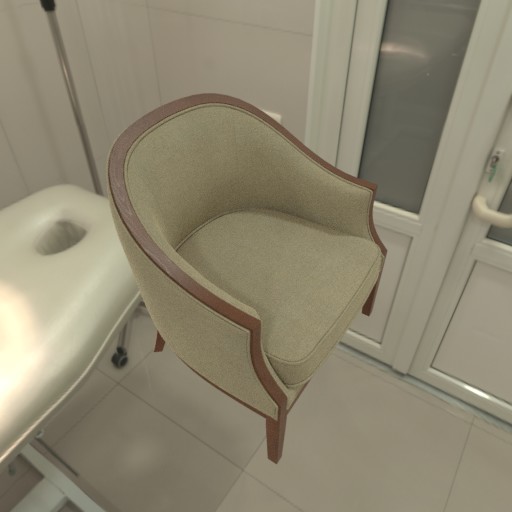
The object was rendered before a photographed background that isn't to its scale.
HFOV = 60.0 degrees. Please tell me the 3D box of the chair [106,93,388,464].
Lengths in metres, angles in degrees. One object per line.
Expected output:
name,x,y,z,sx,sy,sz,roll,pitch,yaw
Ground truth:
chair,0.000,0.000,1.498,0.735,0.876,0.803,24,46,25
